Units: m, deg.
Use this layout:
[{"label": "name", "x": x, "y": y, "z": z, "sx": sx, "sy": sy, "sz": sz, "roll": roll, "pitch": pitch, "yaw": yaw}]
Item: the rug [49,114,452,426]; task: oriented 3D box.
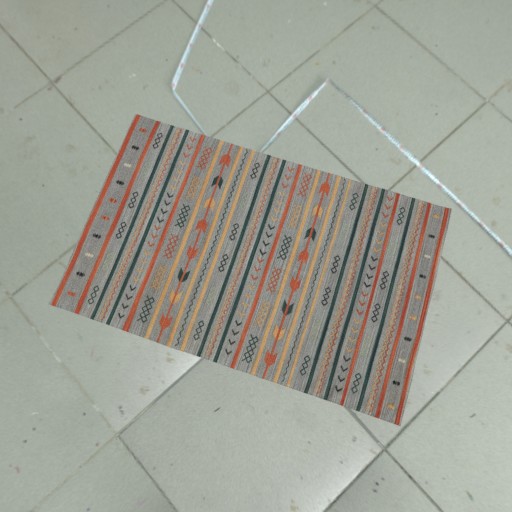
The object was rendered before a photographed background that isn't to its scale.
[{"label": "rug", "x": 0.000, "y": 0.000, "z": 3.074, "sx": 2.439, "sy": 0.029, "sz": 1.537, "roll": 18, "pitch": 76, "yaw": 5}]
